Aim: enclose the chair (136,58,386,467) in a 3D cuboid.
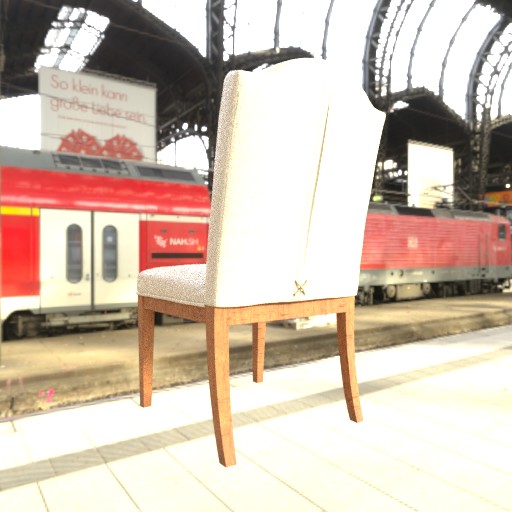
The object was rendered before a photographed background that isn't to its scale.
[{"bbox_3d":[0.000,0.000,1.384,0.534,1.012,0.648,0,1,-36],"label":"chair"}]
